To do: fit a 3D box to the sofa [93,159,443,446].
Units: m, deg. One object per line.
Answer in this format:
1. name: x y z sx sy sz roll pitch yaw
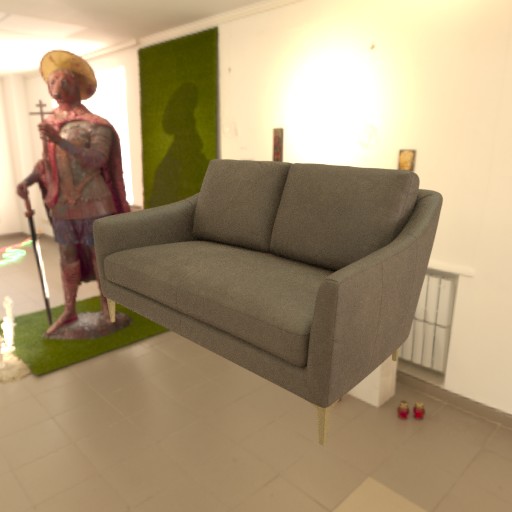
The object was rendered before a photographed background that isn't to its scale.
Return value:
1. sofa: 0.000 0.000 2.209 0.960 0.902 1.619 -14 20 -43
